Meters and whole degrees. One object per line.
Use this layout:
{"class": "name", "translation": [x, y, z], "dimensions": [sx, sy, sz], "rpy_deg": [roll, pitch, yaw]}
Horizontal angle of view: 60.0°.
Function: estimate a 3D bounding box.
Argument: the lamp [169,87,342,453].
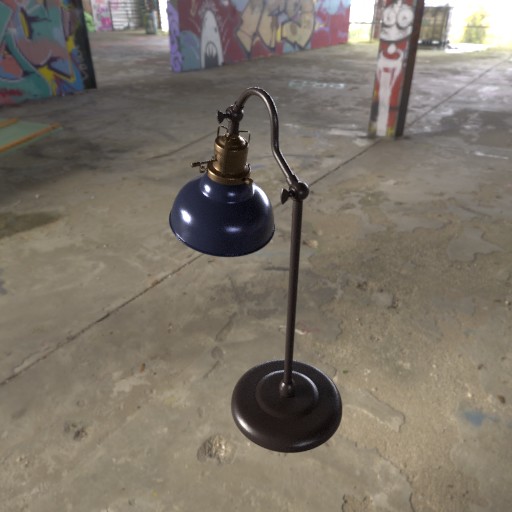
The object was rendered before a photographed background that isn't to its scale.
{"class": "lamp", "translation": [0.000, 0.000, 0.704], "dimensions": [0.192, 0.508, 0.374], "rpy_deg": [-20, 36, -30]}
